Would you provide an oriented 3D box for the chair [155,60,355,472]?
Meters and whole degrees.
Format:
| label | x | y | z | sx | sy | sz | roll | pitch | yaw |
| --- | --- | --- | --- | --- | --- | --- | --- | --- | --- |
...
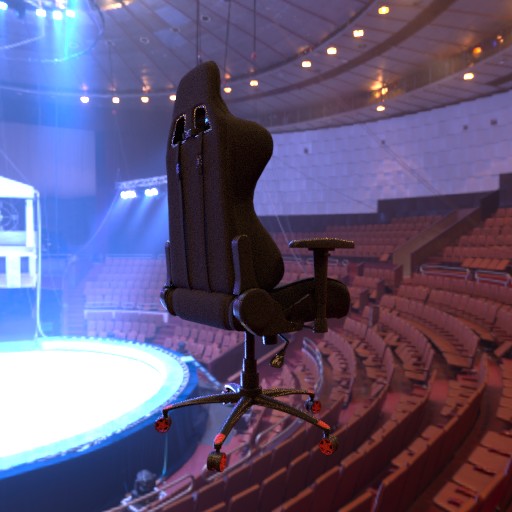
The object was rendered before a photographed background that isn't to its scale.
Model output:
| label | x | y | z | sx | sy | sz | roll | pitch | yaw |
| --- | --- | --- | --- | --- | --- | --- | --- | --- | --- |
| chair | 0.000 | 0.000 | 1.700 | 0.658 | 1.326 | 0.695 | 0 | 0 | -36 |
